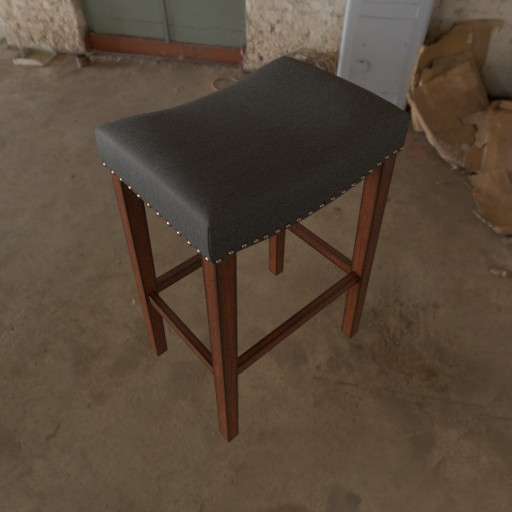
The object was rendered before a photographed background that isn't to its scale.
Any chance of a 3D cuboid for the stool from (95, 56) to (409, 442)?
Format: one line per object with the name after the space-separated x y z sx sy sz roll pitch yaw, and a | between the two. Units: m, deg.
0.000 0.000 1.060 0.502 0.748 0.366 -33 55 -27 | stool
